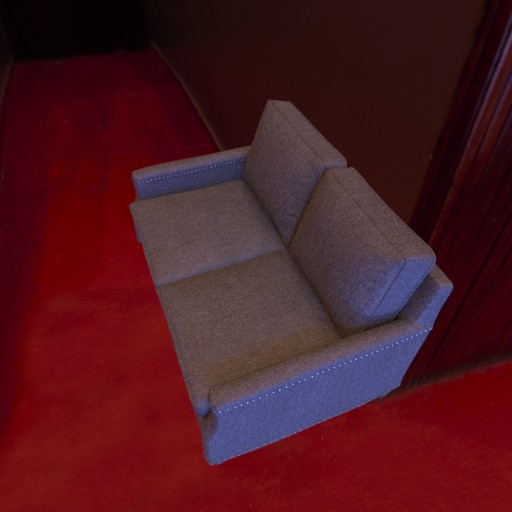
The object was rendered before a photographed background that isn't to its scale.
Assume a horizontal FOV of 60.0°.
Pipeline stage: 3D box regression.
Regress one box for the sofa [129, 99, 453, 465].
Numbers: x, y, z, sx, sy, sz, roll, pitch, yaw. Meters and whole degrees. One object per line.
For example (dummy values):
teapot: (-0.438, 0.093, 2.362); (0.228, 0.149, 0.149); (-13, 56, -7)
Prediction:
sofa: (0.000, 0.000, 2.312); (1.084, 1.003, 1.597); (-16, 48, -15)
